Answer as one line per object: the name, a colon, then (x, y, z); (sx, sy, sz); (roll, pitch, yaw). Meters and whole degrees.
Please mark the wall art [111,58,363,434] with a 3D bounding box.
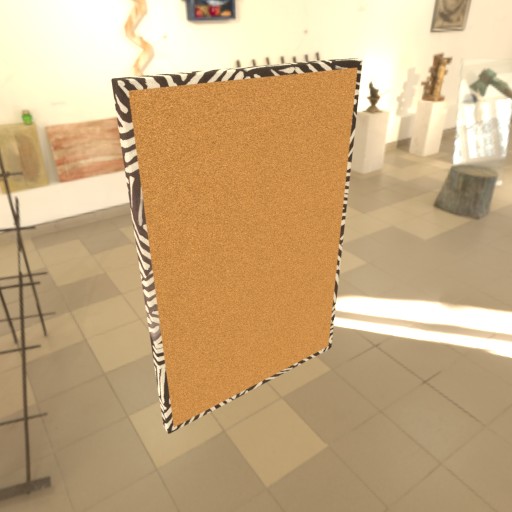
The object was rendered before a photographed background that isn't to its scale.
wall art: (0.000, 0.000, 1.163); (0.615, 0.918, 0.035); (-19, 35, -30)
